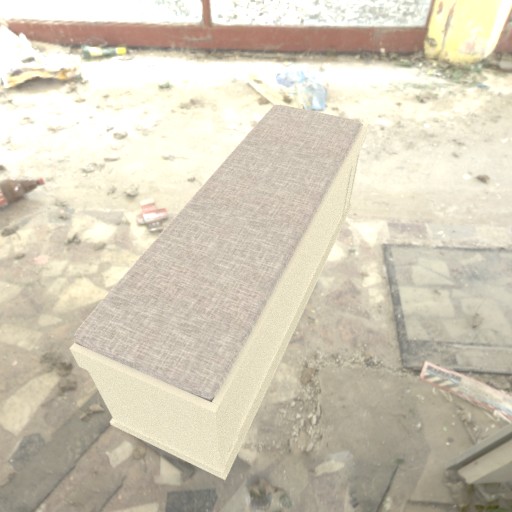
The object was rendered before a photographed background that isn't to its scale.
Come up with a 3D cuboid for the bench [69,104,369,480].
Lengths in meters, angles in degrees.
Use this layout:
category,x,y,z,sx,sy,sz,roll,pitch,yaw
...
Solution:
category,x,y,z,sx,sy,sz,roll,pitch,yaw
bench,0.000,0.000,1.426,0.363,0.453,1.196,18,48,17
